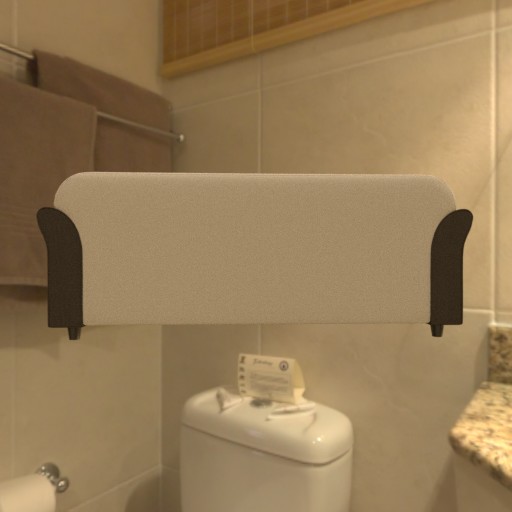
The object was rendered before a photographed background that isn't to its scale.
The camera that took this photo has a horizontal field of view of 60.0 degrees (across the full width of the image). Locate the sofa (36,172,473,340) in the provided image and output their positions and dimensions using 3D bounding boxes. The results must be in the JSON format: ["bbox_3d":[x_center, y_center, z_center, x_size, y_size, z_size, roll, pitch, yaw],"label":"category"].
[{"bbox_3d":[0.000,0.000,2.400,2.001,0.787,0.755,0,0,-3],"label":"sofa"}]
